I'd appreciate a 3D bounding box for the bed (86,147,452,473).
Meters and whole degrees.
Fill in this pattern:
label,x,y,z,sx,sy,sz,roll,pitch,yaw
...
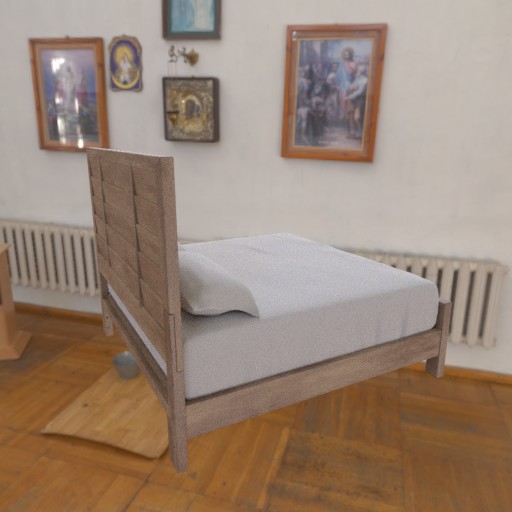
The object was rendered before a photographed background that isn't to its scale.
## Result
label,x,y,z,sx,sy,sz,roll,pitch,yaw
bed,0.000,0.000,3.452,2.062,1.626,2.032,-8,17,-28
